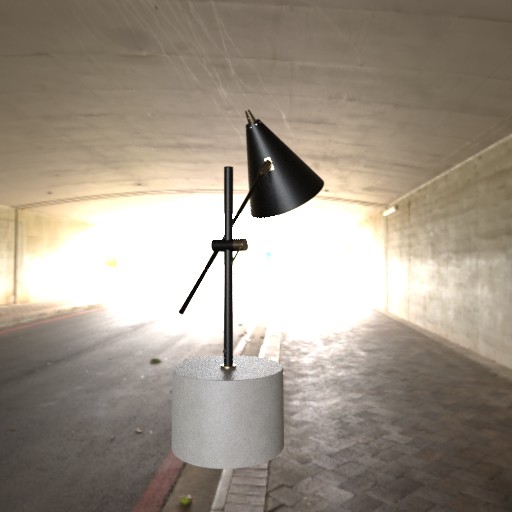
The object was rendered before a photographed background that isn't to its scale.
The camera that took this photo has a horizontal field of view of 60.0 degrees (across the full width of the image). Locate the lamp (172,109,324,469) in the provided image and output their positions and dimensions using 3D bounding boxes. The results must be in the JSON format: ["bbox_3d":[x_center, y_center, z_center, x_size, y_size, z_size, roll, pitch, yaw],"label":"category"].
[{"bbox_3d":[0.000,0.000,0.715,0.214,0.518,0.403,-1,-1,36],"label":"lamp"}]
